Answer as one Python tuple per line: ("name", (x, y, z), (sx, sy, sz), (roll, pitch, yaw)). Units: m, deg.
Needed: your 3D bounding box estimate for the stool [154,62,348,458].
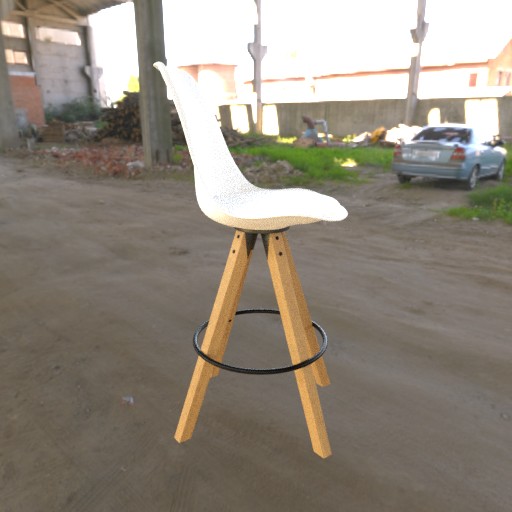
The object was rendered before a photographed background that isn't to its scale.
("stool", (0.000, 0.000, 1.395), (0.549, 1.115, 0.482), (2, 17, 8))
